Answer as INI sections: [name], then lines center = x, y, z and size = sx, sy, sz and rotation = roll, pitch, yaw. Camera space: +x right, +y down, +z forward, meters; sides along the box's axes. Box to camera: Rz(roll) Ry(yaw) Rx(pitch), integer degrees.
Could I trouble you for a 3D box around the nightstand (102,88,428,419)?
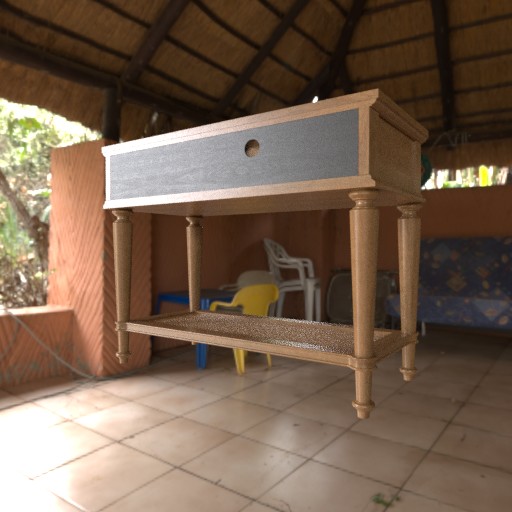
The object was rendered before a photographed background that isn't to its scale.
[nightstand]
center = 0.000, 0.000, 1.351
size = 0.914, 0.700, 0.432
rotation = 1, 1, 35
